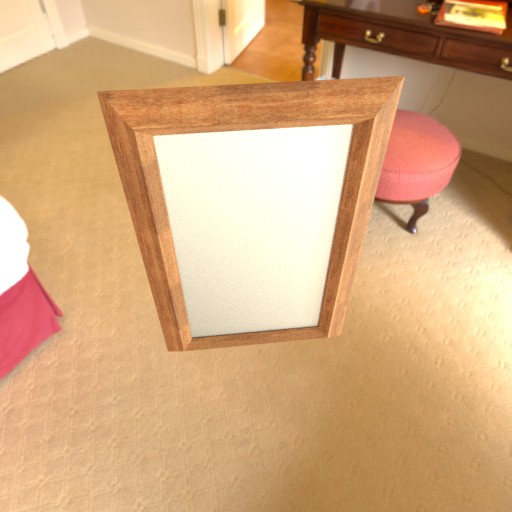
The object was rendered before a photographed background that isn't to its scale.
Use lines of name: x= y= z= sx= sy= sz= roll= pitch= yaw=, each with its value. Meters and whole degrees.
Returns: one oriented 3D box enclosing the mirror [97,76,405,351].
mirror: x=0.000 y=0.000 z=1.283 sx=0.651 sy=1.010 sz=0.047 roll=-5 pitch=47 yaw=-4
